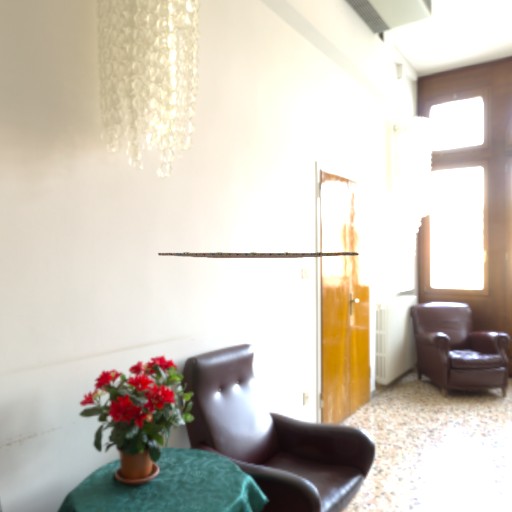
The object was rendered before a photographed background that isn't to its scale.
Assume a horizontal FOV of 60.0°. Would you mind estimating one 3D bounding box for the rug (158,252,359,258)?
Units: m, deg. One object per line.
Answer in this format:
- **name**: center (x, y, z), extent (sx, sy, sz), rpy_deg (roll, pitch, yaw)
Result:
- **rug**: center (0.000, 0.000, 2.672), extent (0.695, 0.017, 2.455), rpy_deg (0, 0, 0)
